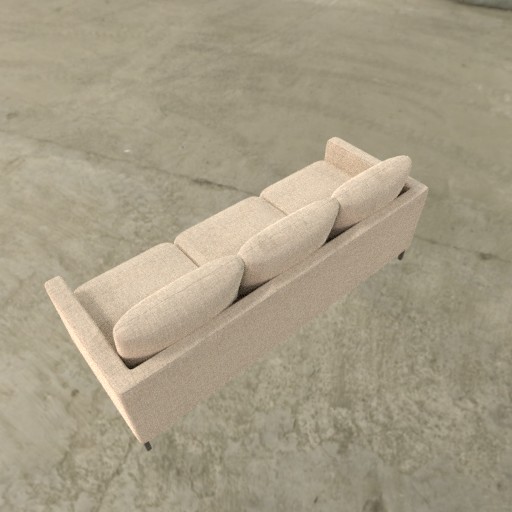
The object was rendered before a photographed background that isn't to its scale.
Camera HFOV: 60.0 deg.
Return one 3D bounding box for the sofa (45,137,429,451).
[{"bbox_3d":[0.000,0.000,2.732,2.218,0.874,0.859,-31,54,-27],"label":"sofa"}]
